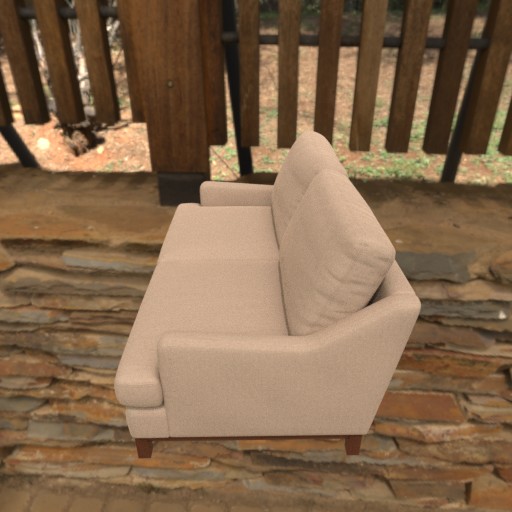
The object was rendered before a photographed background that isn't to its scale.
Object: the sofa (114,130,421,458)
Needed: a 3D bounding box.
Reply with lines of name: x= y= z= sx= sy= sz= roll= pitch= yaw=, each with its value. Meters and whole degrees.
sofa: x=0.000 y=0.000 z=2.165 sx=1.004 sy=0.910 sz=1.619 roll=0 pitch=28 yaw=-1
